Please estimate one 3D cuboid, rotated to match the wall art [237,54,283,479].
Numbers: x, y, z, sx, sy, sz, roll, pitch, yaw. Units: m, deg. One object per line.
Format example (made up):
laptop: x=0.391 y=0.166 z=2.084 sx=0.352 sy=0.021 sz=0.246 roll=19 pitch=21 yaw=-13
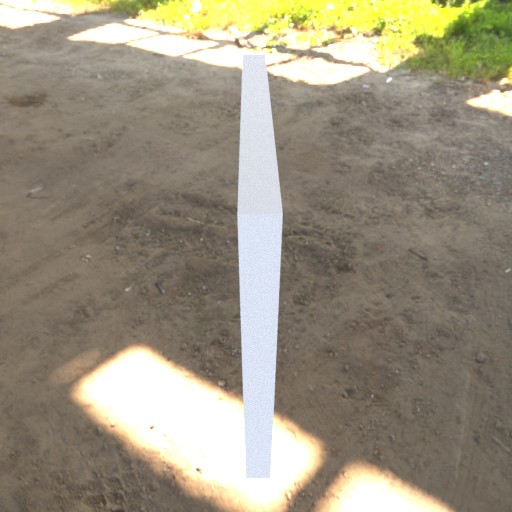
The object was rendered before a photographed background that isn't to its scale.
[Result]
wall art: x=0.000 y=0.000 z=0.448 sx=0.024 sy=0.304 sz=0.304 roll=-1 pitch=39 yaw=-1
